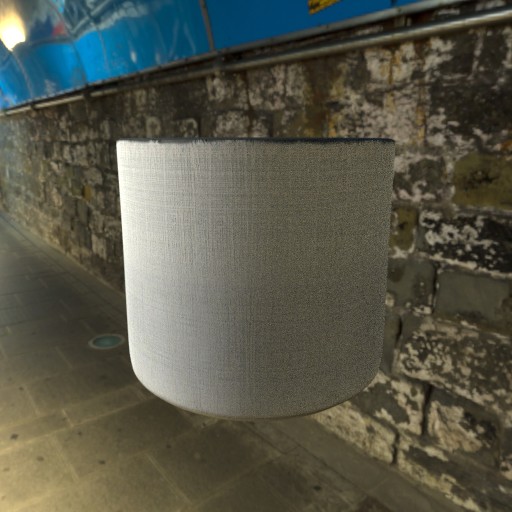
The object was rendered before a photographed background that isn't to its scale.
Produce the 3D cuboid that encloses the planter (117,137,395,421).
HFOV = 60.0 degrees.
[{"bbox_3d":[0.000,0.000,0.392,0.226,0.201,0.226,0,14,0],"label":"planter"}]
